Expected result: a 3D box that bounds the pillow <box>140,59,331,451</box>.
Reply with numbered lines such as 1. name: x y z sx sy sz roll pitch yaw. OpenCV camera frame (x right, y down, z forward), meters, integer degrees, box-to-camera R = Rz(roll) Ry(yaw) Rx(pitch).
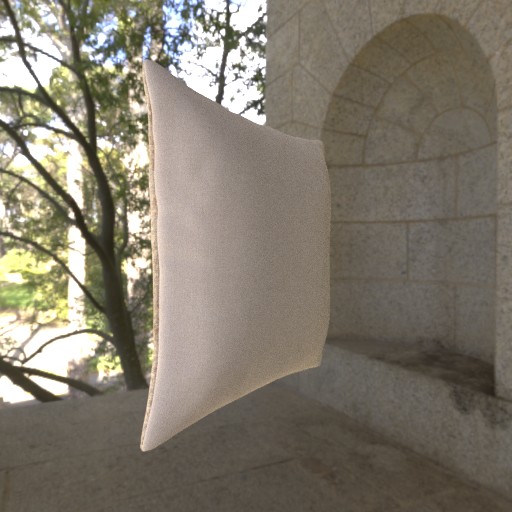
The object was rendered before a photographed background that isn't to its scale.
1. pillow: 0.000 0.000 0.789 0.166 0.510 0.523 0 1 34
